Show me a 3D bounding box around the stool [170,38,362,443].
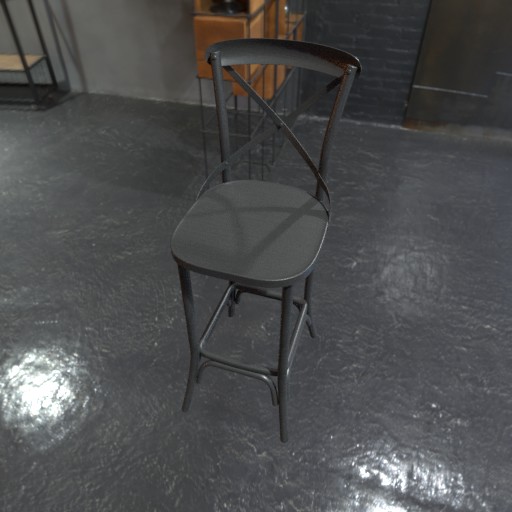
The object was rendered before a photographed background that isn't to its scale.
[{"bbox_3d":[0.000,0.000,1.445,0.457,1.168,0.584,12,42,13],"label":"stool"}]
